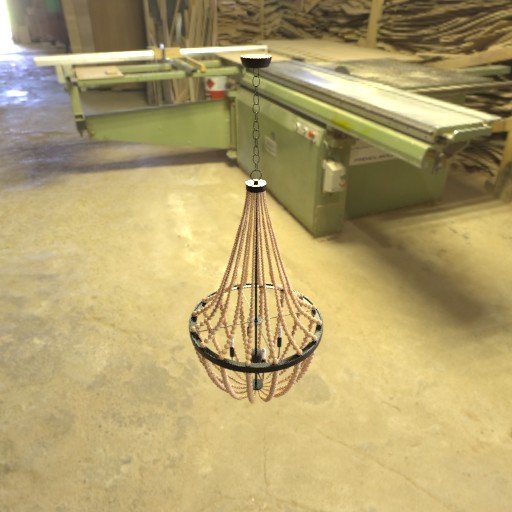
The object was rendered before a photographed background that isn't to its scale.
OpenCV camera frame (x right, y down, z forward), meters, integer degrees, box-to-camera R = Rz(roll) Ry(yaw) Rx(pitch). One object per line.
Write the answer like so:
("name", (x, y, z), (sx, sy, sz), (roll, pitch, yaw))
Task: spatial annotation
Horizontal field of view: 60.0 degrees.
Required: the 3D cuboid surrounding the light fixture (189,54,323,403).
("light fixture", (0.000, 0.000, 1.370), (0.450, 1.133, 0.450), (0, 31, 0))
